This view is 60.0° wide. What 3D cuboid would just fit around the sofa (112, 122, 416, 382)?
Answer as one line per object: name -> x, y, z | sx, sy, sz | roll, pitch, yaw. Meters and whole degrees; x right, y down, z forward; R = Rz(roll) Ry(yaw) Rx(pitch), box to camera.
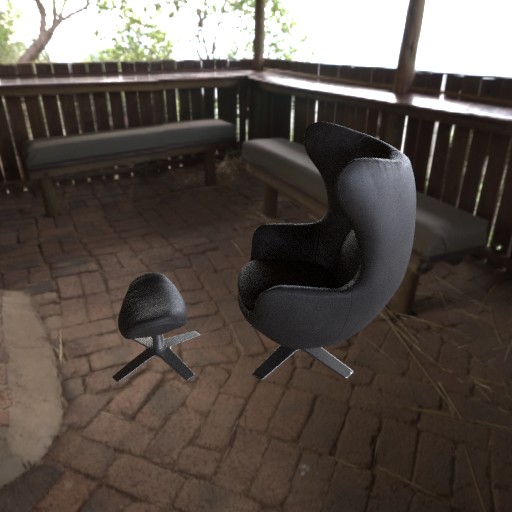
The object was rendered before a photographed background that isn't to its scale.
sofa -> 0.000, 0.000, 2.160 | 1.444, 1.135, 0.894 | -1, 26, -2
